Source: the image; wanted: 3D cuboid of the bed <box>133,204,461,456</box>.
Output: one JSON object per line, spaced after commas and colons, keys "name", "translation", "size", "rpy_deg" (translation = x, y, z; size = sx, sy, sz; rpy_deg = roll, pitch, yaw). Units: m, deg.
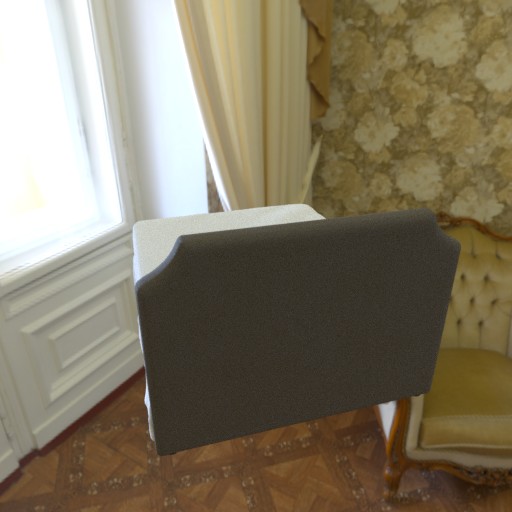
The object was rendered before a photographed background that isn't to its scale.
{"name": "bed", "translation": [0.000, 0.000, 3.943], "size": [2.194, 1.561, 2.536], "rpy_deg": [-7, 27, -15]}
